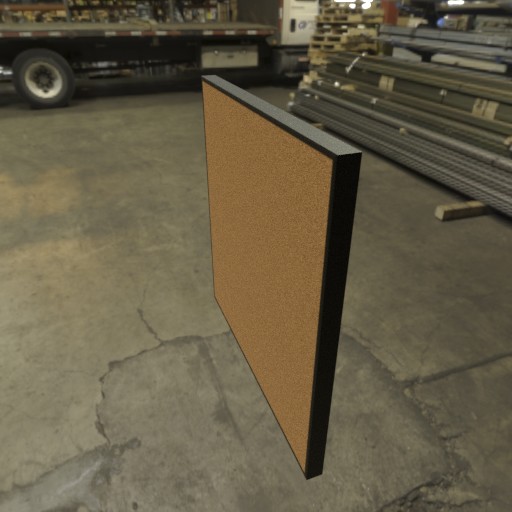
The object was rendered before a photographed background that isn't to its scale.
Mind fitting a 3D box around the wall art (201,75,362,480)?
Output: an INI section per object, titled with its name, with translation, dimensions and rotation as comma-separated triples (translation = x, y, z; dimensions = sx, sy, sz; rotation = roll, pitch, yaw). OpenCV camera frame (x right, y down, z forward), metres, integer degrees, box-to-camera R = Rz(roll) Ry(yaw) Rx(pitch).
[wall art]
translation = 0.000, 0.000, 1.142
dimensions = 0.042, 0.766, 0.769
rotation = -11, 32, -18
